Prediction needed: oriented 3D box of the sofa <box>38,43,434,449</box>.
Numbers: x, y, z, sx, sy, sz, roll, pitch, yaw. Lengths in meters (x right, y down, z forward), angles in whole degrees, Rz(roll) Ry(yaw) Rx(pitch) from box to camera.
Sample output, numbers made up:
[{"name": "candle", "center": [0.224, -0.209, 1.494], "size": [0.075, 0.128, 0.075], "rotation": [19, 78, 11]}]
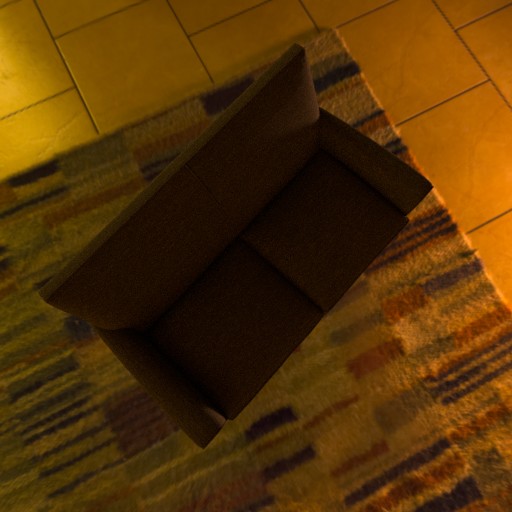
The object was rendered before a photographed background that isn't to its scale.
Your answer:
[{"name": "sofa", "center": [0.000, 0.000, 2.095], "size": [0.867, 0.905, 1.509], "rotation": [42, 80, 9]}]
